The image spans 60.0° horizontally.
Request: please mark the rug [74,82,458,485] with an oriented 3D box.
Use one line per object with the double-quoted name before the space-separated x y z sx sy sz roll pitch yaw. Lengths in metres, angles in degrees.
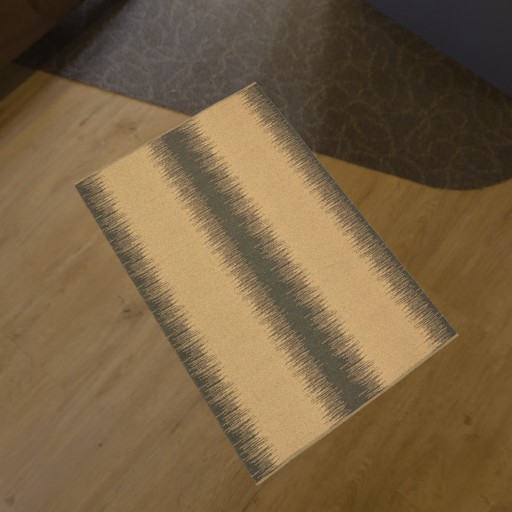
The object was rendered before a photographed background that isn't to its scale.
"rug" 0.000 0.000 2.368 1.234 0.006 1.854 -33 76 -10
